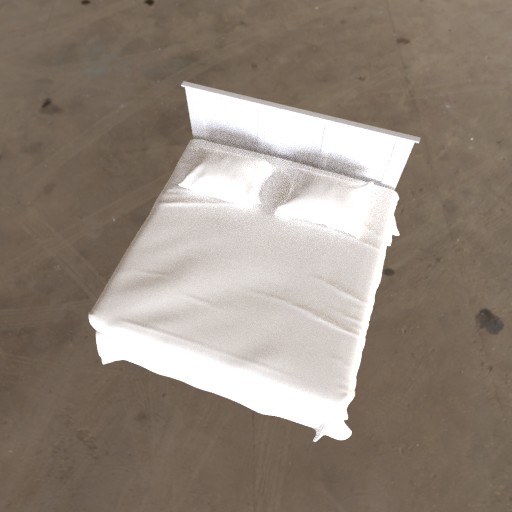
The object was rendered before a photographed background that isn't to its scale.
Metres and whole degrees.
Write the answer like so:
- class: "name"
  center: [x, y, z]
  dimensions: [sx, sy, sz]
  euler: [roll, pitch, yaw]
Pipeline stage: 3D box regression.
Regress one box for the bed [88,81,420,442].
- class: "bed"
  center: [0.000, 0.000, 3.624]
  dimensions: [2.317, 1.273, 2.215]
  euler: [17, 61, 10]
